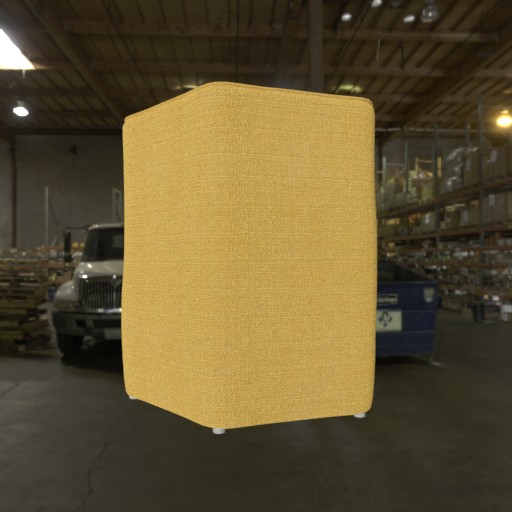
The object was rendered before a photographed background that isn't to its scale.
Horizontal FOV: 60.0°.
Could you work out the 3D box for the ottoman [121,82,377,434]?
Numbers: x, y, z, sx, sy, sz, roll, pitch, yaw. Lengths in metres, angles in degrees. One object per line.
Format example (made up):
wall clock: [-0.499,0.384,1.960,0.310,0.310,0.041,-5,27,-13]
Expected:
ottoman: [0.000,0.000,0.851,0.494,0.502,0.443,0,0,-17]
